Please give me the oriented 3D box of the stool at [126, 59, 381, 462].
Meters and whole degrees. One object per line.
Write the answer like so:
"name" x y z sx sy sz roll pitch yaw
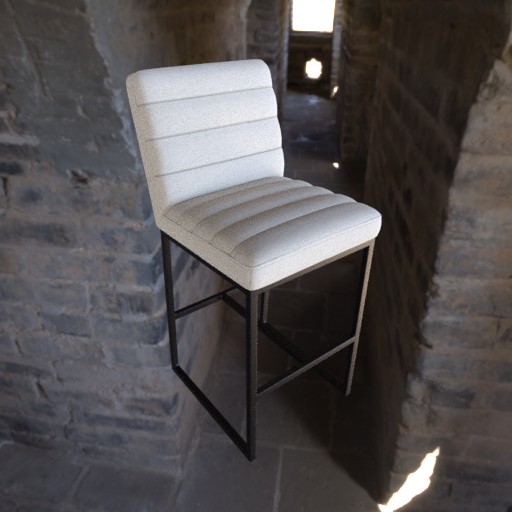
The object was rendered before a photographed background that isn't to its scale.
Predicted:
"stool" 0.000 0.000 1.352 0.460 1.040 0.560 -21 36 -32
